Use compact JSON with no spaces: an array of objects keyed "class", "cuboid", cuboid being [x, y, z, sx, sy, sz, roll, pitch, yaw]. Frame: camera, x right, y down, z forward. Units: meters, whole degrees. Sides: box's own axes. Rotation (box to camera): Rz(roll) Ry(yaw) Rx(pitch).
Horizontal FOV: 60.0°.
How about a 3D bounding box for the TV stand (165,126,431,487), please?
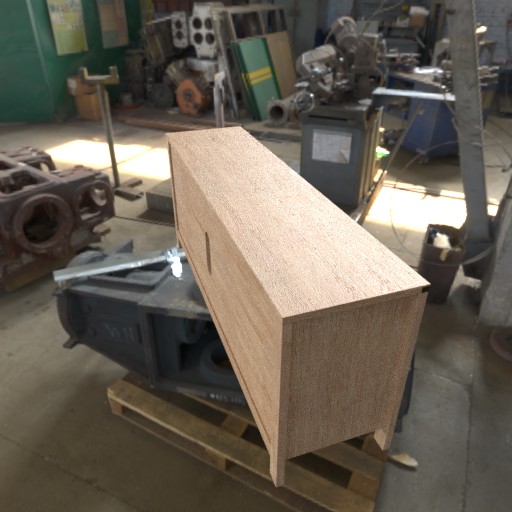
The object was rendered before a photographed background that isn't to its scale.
[{"class":"TV stand","cuboid":[0.000,0.000,1.733,0.398,0.610,1.466,-10,33,-17]}]
